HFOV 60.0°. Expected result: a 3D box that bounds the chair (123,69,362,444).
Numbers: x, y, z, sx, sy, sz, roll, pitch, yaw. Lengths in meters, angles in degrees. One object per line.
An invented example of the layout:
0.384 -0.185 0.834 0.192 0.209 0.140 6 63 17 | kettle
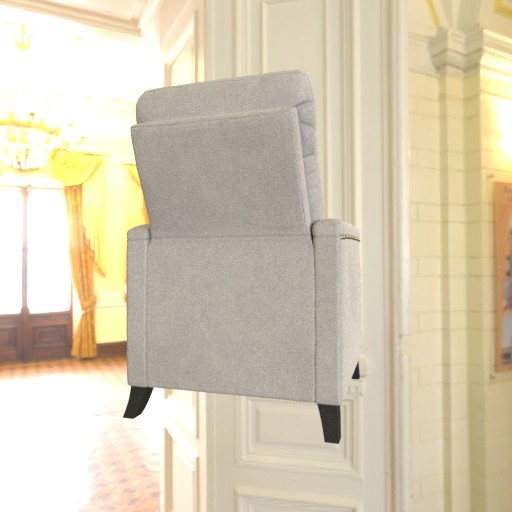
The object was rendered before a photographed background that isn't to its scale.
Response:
0.000 0.000 1.644 0.710 1.049 0.922 0 -1 18 | chair
